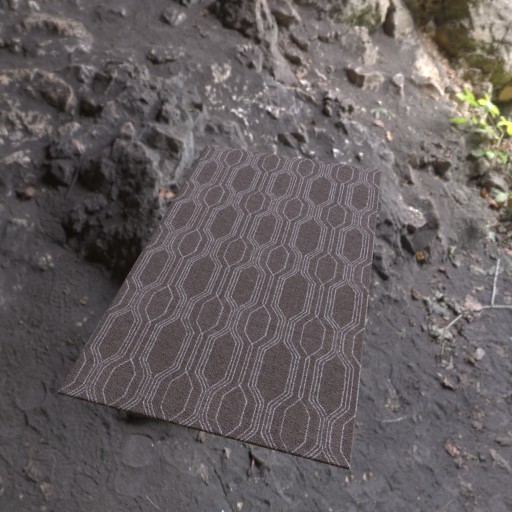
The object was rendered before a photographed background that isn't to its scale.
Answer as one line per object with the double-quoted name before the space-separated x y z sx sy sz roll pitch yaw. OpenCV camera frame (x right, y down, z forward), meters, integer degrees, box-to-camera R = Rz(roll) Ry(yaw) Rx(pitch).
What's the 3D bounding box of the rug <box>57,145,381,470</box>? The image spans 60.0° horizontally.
"rug" 0.000 0.000 3.026 1.541 0.012 2.457 11 47 10
